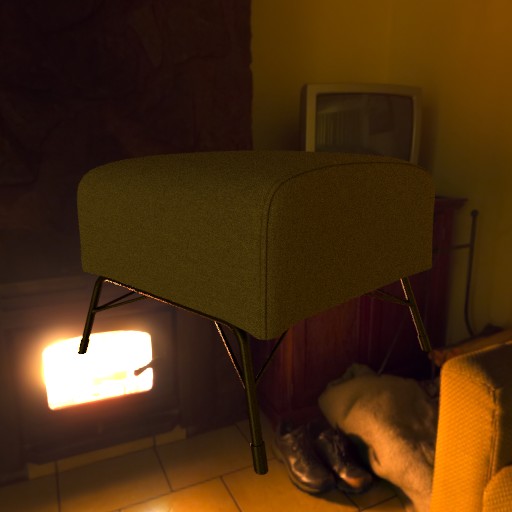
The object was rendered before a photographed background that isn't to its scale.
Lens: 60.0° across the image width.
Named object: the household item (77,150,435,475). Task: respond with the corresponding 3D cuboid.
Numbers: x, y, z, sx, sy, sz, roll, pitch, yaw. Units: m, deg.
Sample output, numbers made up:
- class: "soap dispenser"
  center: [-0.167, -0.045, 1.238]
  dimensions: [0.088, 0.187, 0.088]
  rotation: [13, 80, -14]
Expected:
- class: "household item"
  center: [0.000, 0.000, 0.885]
  dimensions: [0.530, 0.410, 0.530]
  rotation: [12, 17, 43]
